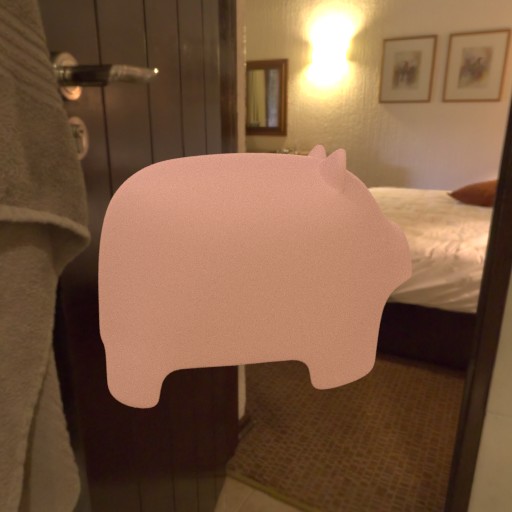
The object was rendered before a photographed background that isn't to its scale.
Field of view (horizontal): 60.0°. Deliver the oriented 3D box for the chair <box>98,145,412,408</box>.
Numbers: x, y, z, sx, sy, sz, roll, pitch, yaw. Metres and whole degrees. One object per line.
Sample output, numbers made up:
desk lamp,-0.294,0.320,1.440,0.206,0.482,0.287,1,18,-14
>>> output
chair,0.000,0.000,0.888,0.619,0.423,0.364,-2,17,-8
